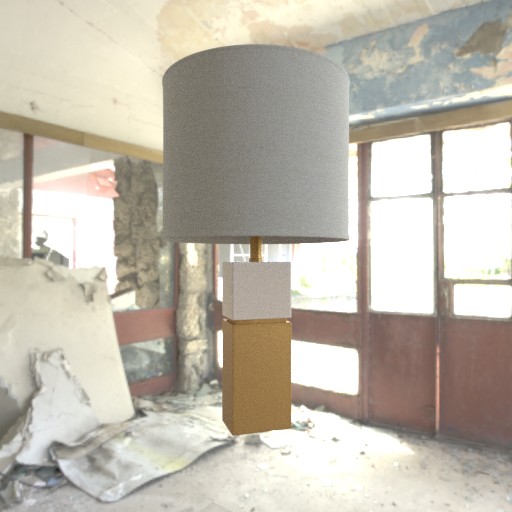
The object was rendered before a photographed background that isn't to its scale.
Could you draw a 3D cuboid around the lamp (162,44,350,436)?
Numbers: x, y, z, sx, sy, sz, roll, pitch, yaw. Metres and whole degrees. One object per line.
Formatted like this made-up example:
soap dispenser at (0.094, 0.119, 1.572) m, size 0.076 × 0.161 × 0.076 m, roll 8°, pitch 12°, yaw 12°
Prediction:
lamp at (0.000, 0.000, 0.550) m, size 0.229 × 0.417 × 0.229 m, roll 0°, pitch -1°, yaw -18°
